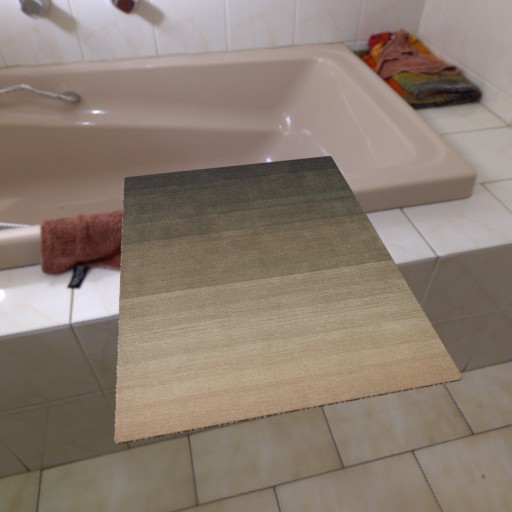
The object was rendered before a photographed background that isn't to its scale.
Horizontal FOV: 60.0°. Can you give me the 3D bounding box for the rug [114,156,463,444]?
[{"bbox_3d":[0.000,0.000,3.853,2.305,0.017,2.902,-8,44,-8],"label":"rug"}]
